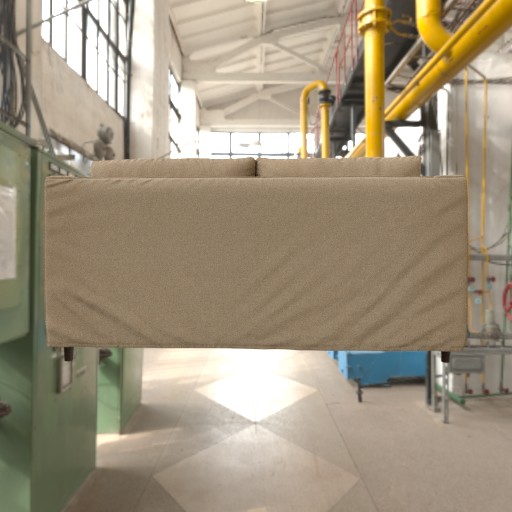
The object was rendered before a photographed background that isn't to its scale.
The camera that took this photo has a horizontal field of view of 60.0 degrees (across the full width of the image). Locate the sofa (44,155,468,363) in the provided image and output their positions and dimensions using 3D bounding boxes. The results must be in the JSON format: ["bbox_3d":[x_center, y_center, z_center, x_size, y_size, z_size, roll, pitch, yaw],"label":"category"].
[{"bbox_3d":[0.000,0.000,2.583,2.010,1.018,1.072,0,-1,1],"label":"sofa"}]
